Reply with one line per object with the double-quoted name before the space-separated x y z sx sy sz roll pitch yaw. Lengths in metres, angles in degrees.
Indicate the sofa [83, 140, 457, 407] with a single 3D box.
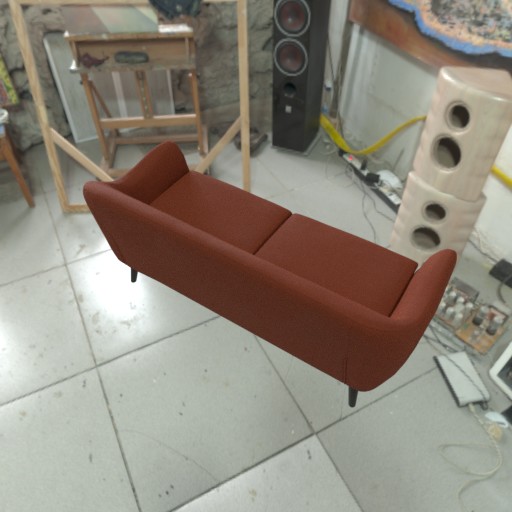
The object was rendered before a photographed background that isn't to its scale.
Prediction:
"sofa" 0.000 0.000 2.371 1.840 0.836 0.820 25 51 22
